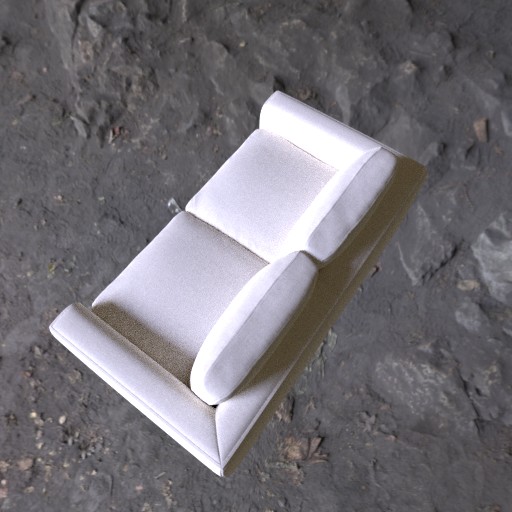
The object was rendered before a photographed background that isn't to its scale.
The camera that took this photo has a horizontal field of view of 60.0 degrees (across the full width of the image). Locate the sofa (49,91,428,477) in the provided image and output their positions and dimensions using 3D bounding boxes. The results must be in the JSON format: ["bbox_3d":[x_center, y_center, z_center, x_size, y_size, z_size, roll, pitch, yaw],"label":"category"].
[{"bbox_3d":[0.000,0.000,2.402,1.069,0.801,1.920,33,68,15],"label":"sofa"}]
